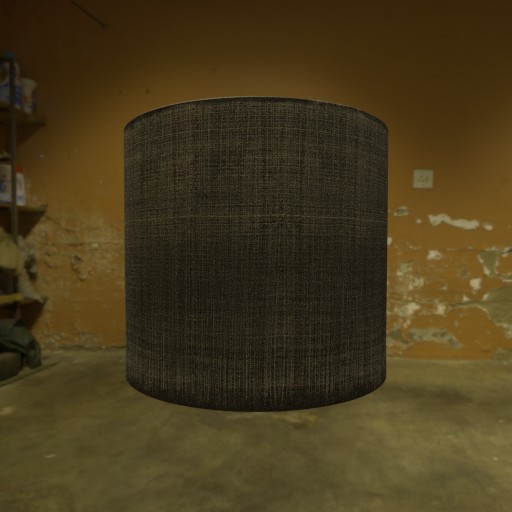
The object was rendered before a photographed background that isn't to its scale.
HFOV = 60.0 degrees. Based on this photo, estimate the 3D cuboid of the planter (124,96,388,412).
[{"bbox_3d":[0.000,0.000,0.387,0.221,0.201,0.221,0,0,0],"label":"planter"}]
